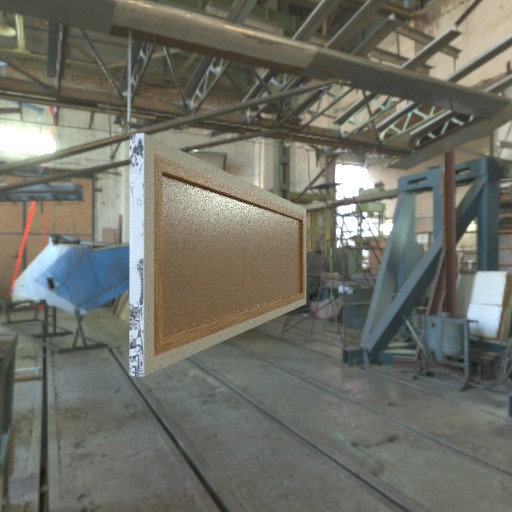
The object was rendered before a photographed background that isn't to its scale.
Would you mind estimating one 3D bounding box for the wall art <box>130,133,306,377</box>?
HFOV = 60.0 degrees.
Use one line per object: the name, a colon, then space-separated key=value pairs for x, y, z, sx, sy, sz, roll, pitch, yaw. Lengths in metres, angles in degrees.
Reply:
wall art: x=0.000 y=0.000 z=1.645 sx=0.039 sy=0.507 sz=1.520 roll=0 pitch=0 yaw=19
